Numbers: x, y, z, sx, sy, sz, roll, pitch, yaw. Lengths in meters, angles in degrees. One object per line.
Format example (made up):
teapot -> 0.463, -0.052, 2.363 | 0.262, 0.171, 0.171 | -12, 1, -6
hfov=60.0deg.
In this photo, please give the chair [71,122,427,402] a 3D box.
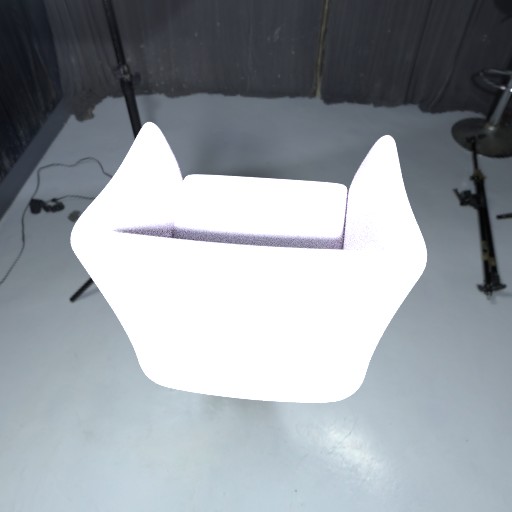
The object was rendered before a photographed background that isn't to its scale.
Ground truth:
chair -> 0.000, 0.000, 1.322 | 0.790, 0.720, 0.700 | 4, 49, 4
